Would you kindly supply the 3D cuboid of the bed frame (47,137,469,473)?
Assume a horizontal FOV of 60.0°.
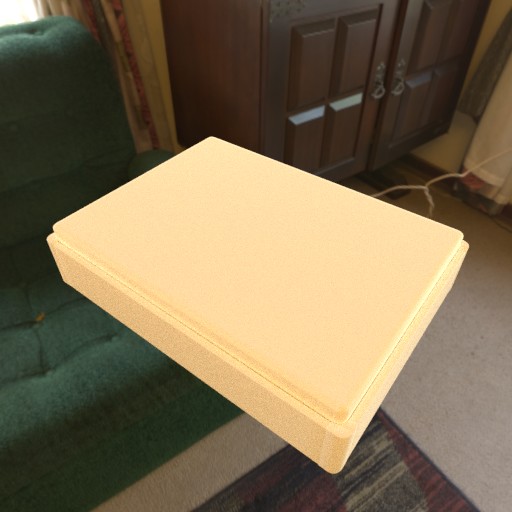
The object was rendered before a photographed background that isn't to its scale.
[{"bbox_3d":[0.000,0.000,2.520,1.900,0.406,1.400,27,49,27],"label":"bed frame"}]
